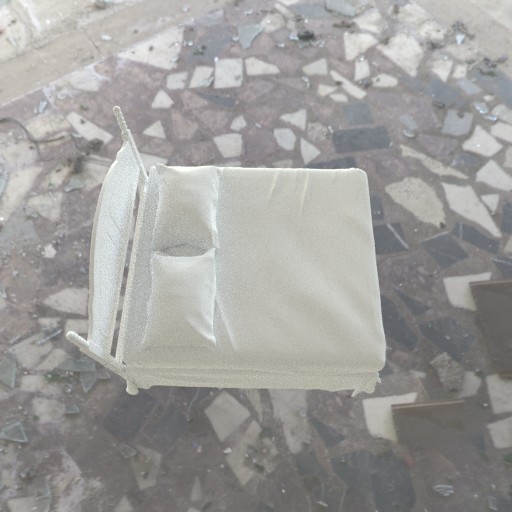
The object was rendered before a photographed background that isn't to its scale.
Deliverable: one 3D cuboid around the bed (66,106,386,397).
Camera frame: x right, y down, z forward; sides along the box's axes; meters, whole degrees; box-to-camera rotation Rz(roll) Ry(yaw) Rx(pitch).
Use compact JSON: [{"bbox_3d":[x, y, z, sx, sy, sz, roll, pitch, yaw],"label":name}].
[{"bbox_3d":[0.000,0.000,3.325,2.040,1.356,1.873,1,65,1],"label":"bed"}]
